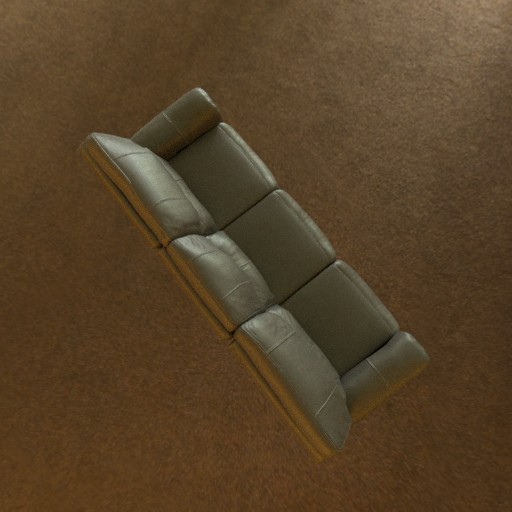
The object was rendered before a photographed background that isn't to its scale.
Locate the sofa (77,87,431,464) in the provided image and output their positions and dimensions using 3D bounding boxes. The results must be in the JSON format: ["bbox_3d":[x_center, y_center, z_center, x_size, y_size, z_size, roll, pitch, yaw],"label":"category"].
[{"bbox_3d":[0.000,0.000,3.217,1.104,1.134,2.627,-37,80,-8],"label":"sofa"}]
